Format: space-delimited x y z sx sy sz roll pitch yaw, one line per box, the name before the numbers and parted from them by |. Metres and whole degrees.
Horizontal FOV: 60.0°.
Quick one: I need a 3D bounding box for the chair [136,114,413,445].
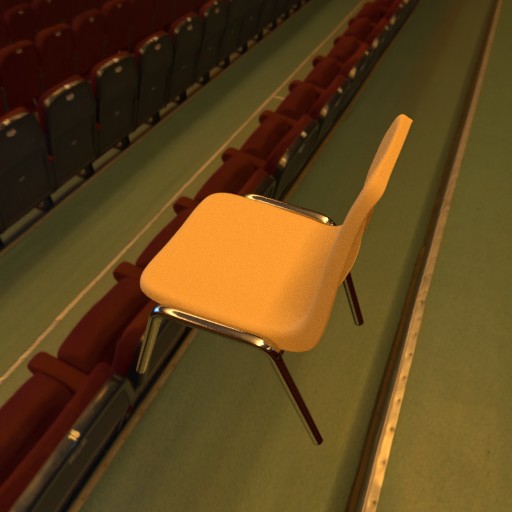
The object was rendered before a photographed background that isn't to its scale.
chair | 0.000 0.000 0.813 0.423 0.586 0.354 18 49 17
